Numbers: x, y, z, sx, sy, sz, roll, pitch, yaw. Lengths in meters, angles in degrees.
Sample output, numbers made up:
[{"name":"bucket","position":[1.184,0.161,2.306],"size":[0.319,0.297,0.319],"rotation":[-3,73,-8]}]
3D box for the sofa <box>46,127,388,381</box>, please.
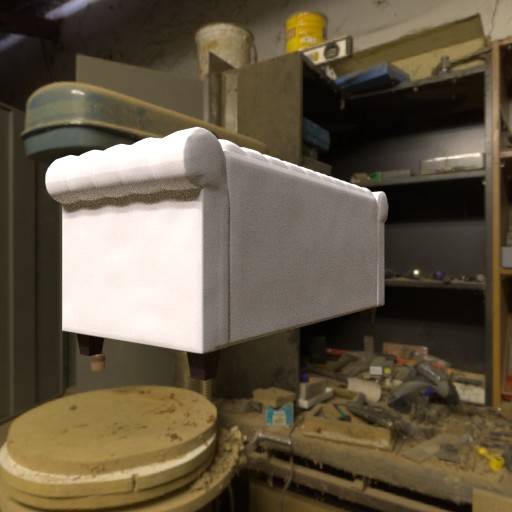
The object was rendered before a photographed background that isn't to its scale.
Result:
[{"name":"sofa","position":[0.000,0.000,2.225],"size":[0.771,0.796,1.798],"rotation":[0,0,35]}]
